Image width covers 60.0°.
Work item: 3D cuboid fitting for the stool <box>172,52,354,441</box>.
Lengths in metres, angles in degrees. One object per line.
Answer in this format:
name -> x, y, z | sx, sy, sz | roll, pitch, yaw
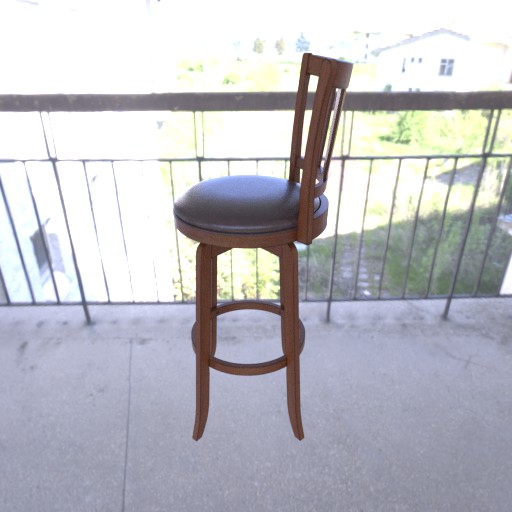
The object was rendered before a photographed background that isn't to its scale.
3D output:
stool -> 0.000, 0.000, 1.424 | 0.503, 1.177, 0.464 | 0, 26, 0
